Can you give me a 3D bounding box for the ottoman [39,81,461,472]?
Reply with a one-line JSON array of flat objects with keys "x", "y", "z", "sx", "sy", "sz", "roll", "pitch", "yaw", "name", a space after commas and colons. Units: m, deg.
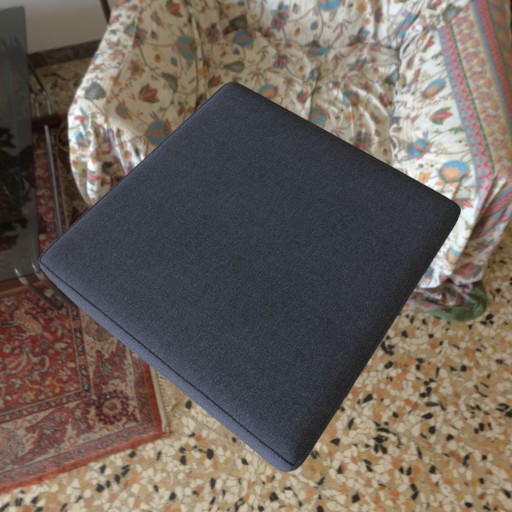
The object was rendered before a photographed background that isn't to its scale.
[{"x": 0.000, "y": 0.000, "z": 1.552, "sx": 1.000, "sy": 0.439, "sz": 1.000, "roll": 34, "pitch": 68, "yaw": 15, "name": "ottoman"}]
